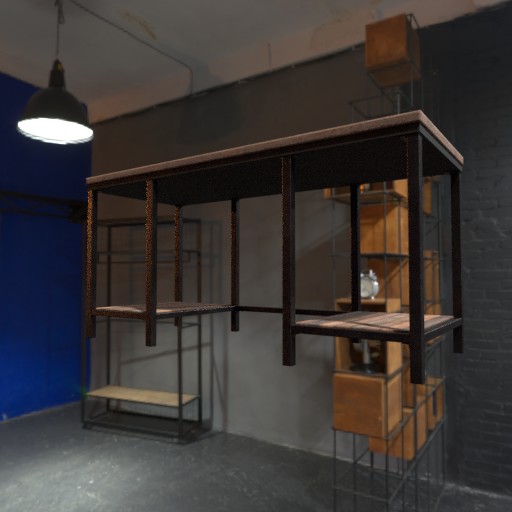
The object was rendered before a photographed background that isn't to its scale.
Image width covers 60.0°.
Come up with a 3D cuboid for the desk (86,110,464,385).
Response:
[{"bbox_3d":[0.000,0.000,1.901,1.538,0.753,0.617,-2,-3,35],"label":"desk"}]
